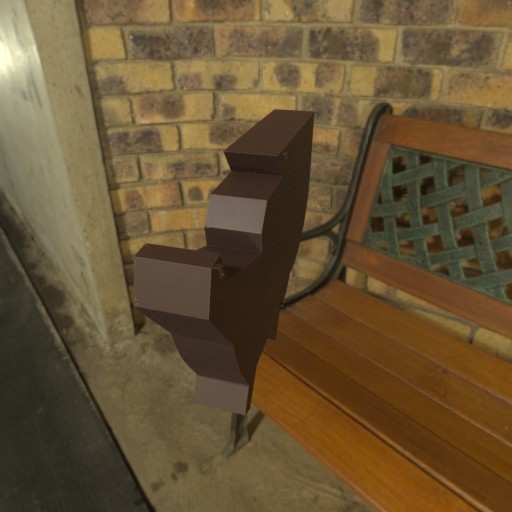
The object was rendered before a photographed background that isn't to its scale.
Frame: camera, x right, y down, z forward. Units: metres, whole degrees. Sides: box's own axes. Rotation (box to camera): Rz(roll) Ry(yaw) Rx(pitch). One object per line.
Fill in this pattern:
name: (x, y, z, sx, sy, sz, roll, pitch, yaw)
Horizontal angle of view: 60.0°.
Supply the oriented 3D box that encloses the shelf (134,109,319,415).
shelf: (0.000, 0.000, 0.911, 0.112, 0.439, 0.729, 8, 31, 14)
